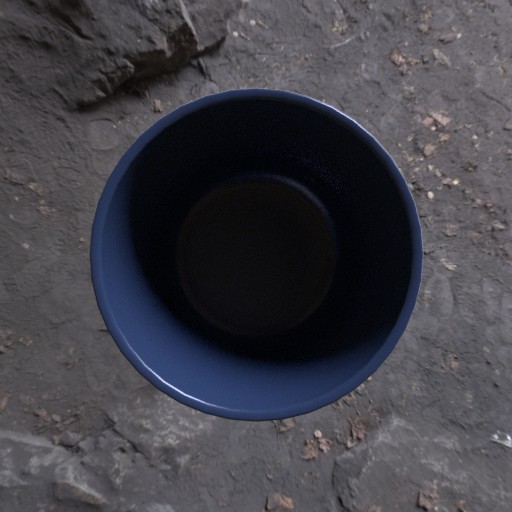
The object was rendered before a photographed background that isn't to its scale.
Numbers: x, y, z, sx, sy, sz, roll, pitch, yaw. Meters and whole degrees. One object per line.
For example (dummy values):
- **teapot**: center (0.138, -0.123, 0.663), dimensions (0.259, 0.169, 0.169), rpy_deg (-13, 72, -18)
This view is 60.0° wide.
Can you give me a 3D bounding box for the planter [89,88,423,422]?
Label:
- **planter**: center (0.000, 0.000, 0.320), dimensions (0.182, 0.165, 0.182), rpy_deg (0, 89, 0)
